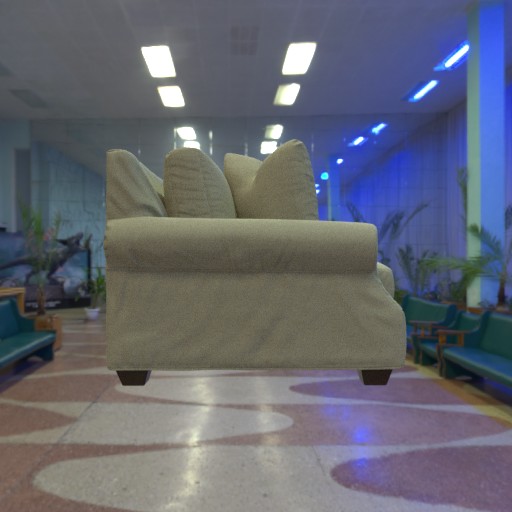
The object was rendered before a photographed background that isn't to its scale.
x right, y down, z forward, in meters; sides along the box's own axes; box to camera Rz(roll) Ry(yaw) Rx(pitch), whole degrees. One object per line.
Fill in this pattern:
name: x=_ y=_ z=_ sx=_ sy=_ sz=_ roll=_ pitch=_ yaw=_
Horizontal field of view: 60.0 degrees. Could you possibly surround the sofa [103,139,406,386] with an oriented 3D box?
sofa: x=0.000 y=0.000 z=2.233 sx=1.070 sy=0.905 sz=1.550 roll=0 pitch=0 yaw=0
